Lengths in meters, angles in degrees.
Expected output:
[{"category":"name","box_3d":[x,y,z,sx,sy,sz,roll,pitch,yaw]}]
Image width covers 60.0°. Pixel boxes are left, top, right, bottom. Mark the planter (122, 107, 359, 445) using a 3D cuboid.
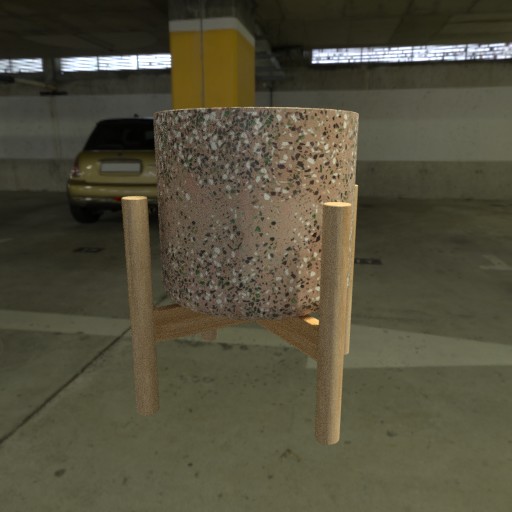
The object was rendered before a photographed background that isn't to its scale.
[{"category":"planter","box_3d":[0.000,0.000,0.529,0.284,0.320,0.284,-2,14,-8]}]
